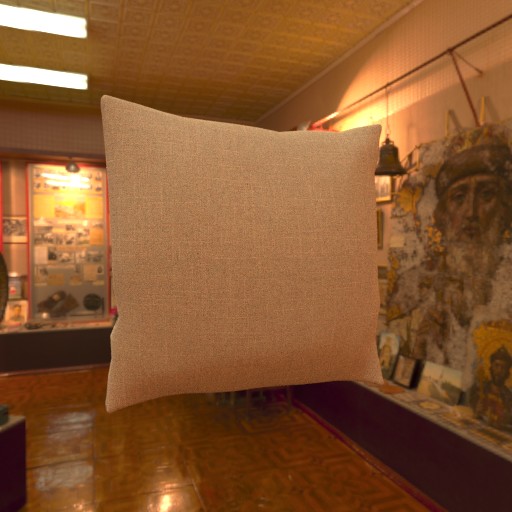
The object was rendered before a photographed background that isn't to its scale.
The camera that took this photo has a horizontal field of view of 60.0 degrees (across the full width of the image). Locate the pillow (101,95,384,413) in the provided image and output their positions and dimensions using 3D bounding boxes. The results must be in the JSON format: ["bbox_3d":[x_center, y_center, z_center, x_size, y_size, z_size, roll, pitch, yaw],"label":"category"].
[{"bbox_3d":[0.000,0.000,0.773,0.508,0.498,0.215,0,1,-18],"label":"pillow"}]
